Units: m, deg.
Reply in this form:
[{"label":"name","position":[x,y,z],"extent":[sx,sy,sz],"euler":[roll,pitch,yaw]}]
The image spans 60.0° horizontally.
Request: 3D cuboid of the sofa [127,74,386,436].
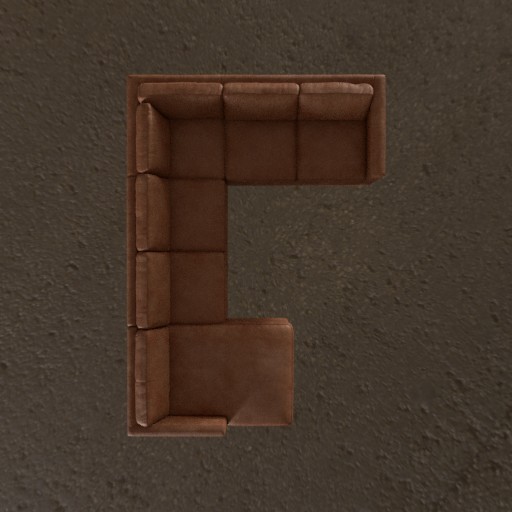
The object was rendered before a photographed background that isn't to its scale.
[{"label":"sofa","position":[0.000,0.000,4.451],"extent":[2.430,0.832,3.401],"euler":[0,90,0]}]
